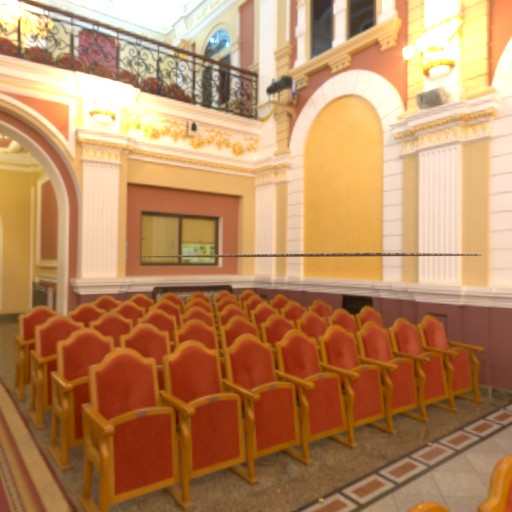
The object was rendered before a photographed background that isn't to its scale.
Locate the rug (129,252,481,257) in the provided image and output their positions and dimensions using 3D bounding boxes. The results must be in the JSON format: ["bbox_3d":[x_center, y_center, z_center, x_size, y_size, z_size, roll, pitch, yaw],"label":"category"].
[{"bbox_3d":[0.000,0.000,2.567,0.686,0.008,2.286,0,0,-36],"label":"rug"}]
